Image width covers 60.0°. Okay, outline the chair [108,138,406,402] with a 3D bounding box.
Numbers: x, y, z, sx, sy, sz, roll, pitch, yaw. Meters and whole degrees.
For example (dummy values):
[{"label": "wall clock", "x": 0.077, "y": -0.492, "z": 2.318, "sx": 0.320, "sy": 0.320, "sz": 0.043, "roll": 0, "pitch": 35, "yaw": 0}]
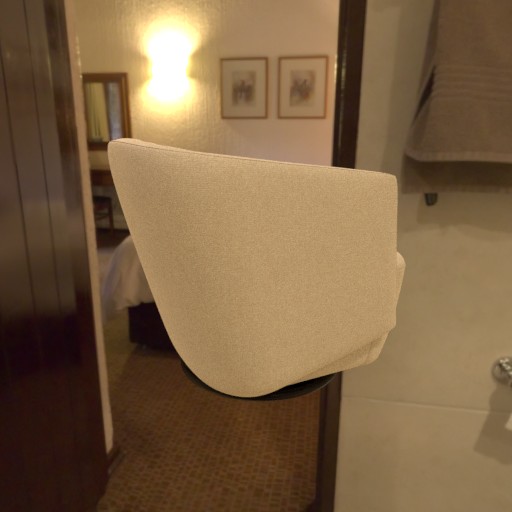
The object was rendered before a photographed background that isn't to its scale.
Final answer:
[{"label": "chair", "x": 0.000, "y": 0.000, "z": 1.677, "sx": 0.986, "sy": 0.861, "sz": 0.822, "roll": -8, "pitch": 17, "yaw": -26}]
